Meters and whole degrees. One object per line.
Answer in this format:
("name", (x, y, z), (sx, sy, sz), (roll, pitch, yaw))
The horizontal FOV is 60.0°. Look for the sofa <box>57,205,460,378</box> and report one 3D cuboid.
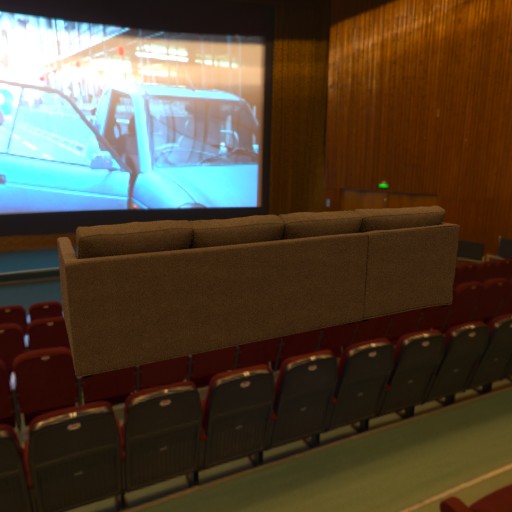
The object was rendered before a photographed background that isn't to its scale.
("sofa", (0.000, 0.000, 3.935), (3.205, 0.922, 1.650), (-6, 14, -25))
